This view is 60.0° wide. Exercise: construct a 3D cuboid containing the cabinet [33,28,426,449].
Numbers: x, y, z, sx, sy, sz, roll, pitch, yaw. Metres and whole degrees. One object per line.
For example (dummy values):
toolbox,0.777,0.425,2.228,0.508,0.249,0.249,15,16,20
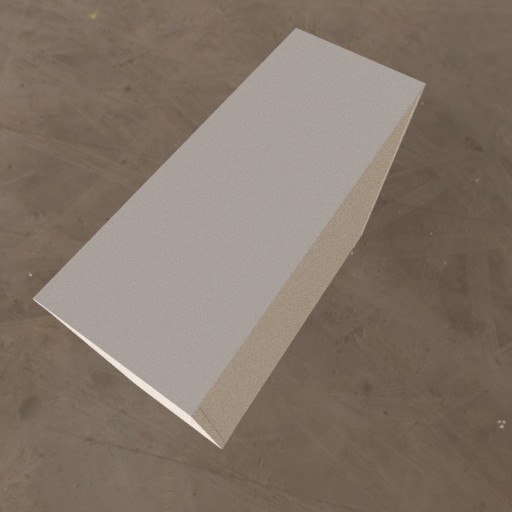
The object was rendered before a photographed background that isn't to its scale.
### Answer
cabinet,0.000,0.000,1.378,0.400,0.800,1.000,31,67,15
